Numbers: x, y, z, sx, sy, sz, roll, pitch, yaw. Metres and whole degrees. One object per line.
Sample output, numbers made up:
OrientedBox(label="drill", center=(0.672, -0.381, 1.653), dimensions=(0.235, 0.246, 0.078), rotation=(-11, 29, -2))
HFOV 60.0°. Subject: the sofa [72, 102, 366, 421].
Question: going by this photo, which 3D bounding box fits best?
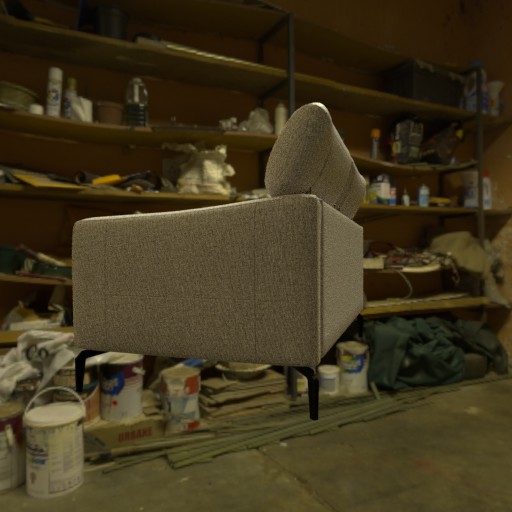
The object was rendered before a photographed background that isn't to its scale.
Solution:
OrientedBox(label="sofa", center=(0.000, 0.000, 2.074), dimensions=(0.905, 0.950, 1.540), rotation=(0, 0, 19))
